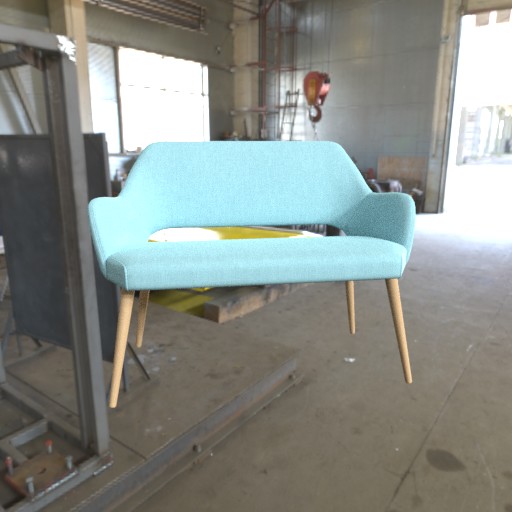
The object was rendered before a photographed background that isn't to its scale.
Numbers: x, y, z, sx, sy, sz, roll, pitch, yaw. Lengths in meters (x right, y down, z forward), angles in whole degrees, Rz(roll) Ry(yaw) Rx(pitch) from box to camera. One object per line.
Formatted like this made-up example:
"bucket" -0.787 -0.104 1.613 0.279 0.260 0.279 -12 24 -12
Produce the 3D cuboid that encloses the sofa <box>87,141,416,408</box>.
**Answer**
"sofa" 0.000 0.000 1.666 1.150 0.840 0.610 -2 14 -8
